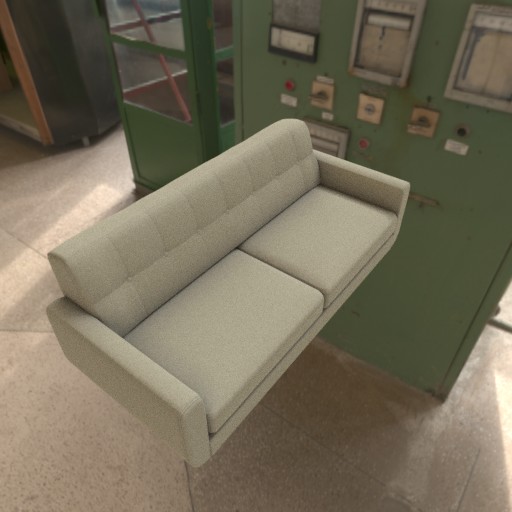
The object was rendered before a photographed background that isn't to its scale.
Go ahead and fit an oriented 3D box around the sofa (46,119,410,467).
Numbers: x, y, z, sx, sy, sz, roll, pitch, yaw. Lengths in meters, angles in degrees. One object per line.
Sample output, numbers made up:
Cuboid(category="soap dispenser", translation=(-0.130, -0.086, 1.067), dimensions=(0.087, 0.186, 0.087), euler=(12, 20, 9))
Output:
Cuboid(category="sofa", translation=(0.000, 0.000, 2.618), dimensions=(0.980, 0.892, 2.137), euler=(27, 47, 28))
